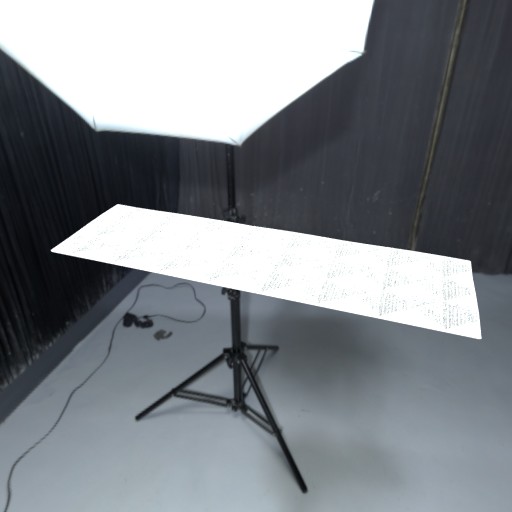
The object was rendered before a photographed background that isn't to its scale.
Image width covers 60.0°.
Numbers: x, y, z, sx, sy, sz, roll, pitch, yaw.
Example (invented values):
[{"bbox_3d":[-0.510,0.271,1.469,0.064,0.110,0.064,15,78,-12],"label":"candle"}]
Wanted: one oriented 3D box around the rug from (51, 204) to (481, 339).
[{"bbox_3d":[0.000,0.000,2.382,2.182,0.015,0.645,10,32,17],"label":"rug"}]
